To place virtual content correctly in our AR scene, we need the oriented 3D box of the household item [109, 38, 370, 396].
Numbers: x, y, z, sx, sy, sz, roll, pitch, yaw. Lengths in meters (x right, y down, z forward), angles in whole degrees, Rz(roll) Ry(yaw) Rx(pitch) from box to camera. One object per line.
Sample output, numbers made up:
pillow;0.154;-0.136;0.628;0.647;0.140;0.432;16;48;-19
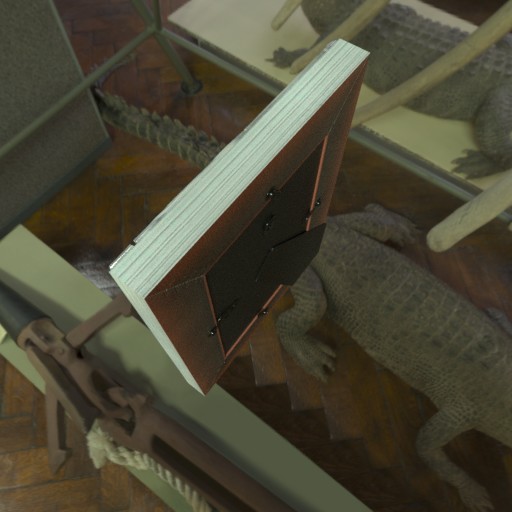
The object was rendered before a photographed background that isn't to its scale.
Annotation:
household item;0.000;0.000;0.292;0.025;0.216;0.165;34;68;16
